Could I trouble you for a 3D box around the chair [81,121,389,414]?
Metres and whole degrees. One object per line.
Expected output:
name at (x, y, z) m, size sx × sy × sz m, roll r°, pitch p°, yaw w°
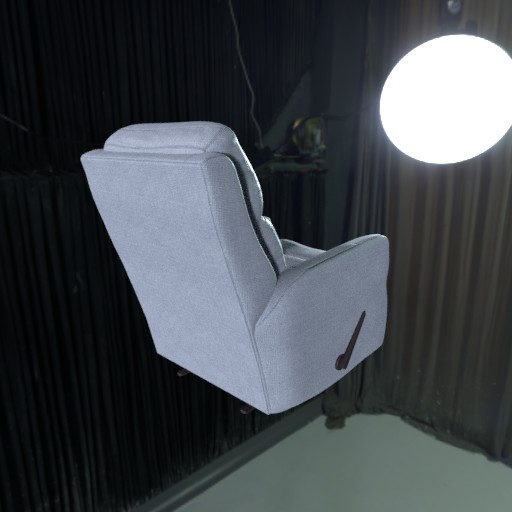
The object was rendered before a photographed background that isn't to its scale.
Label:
chair at (0.000, 0.000, 1.817) m, size 0.829 × 1.030 × 1.080 m, roll 14°, pitch 20°, yaw 42°
